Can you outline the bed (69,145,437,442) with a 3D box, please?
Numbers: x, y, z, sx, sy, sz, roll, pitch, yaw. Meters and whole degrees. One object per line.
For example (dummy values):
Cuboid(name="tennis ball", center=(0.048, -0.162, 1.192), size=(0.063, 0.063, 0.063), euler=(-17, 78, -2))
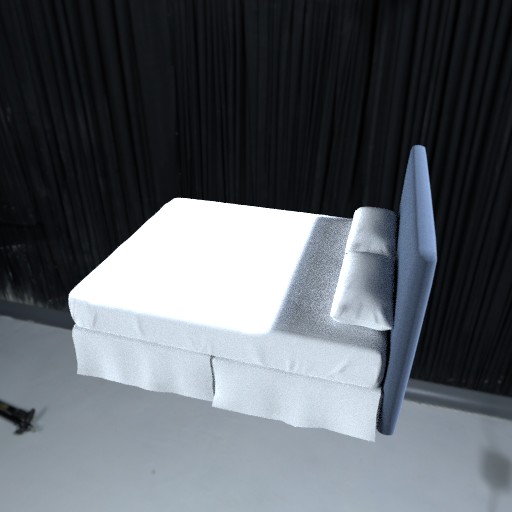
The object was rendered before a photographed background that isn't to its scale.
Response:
Cuboid(name="bed", center=(0.000, 0.000, 3.188), size=(2.162, 1.330, 1.713), euler=(9, 32, 14))
